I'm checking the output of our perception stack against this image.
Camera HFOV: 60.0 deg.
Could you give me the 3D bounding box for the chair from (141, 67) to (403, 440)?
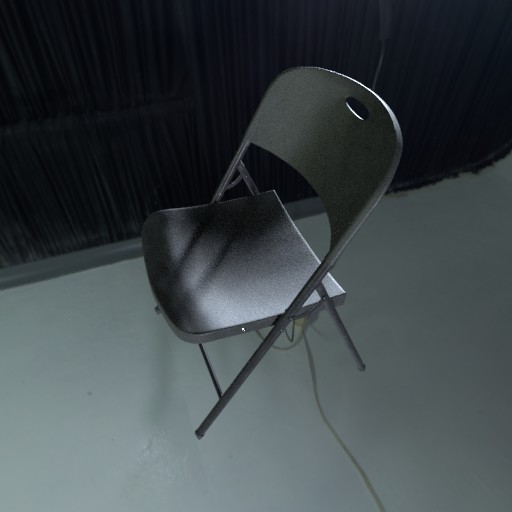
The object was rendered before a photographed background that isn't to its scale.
[{"bbox_3d":[0.000,0.000,1.174,0.566,0.810,0.494,-17,50,-15],"label":"chair"}]
